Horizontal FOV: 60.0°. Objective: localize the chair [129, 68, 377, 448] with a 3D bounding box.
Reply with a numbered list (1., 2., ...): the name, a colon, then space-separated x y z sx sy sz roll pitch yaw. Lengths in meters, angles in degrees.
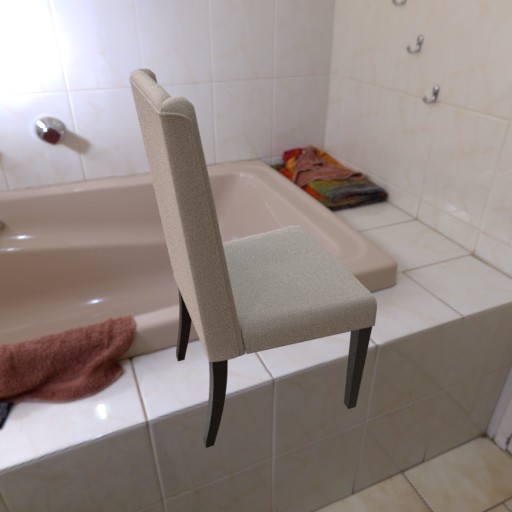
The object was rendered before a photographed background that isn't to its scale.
1. chair: 0.000 0.000 1.249 0.523 0.961 0.474 -11 32 -18
